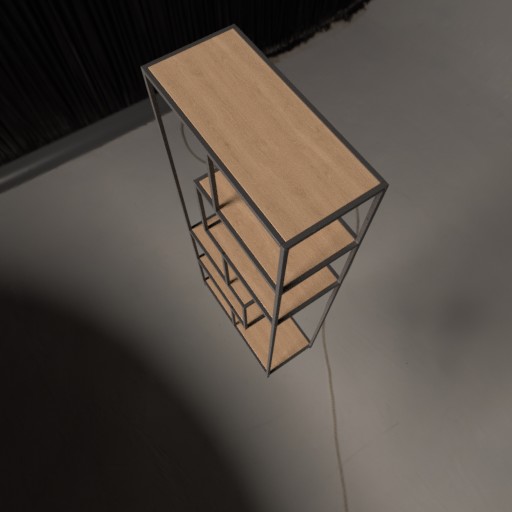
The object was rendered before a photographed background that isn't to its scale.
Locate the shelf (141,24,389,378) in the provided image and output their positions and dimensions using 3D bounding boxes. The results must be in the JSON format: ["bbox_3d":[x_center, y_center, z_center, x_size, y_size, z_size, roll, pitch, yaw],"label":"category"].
[{"bbox_3d":[0.000,0.000,2.127,0.350,1.850,0.770,-32,69,-14],"label":"shelf"}]
